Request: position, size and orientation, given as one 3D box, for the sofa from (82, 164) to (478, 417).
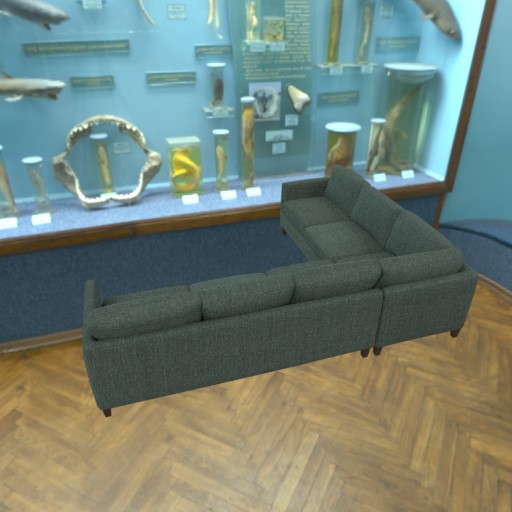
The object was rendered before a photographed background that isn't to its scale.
[{"bbox_3d":[0.000,0.000,4.577,3.302,0.947,2.593,-9,32,-15],"label":"sofa"}]
